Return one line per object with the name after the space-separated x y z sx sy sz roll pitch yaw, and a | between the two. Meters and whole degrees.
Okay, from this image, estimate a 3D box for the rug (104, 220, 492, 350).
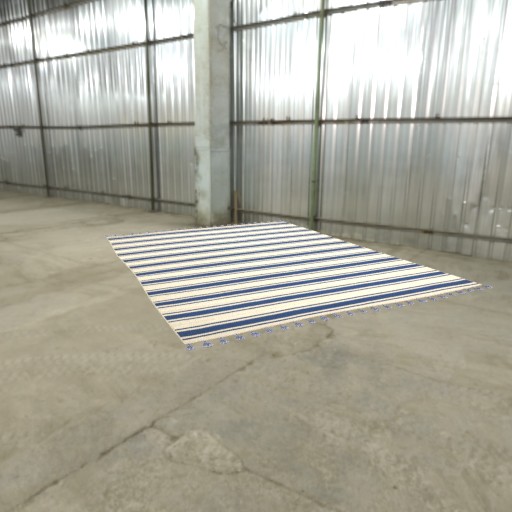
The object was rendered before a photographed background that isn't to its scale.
0.000 0.000 4.400 2.471 0.016 3.416 -7 16 -25 | rug
